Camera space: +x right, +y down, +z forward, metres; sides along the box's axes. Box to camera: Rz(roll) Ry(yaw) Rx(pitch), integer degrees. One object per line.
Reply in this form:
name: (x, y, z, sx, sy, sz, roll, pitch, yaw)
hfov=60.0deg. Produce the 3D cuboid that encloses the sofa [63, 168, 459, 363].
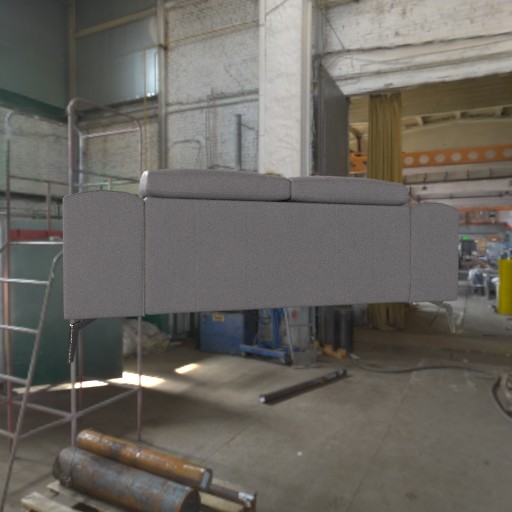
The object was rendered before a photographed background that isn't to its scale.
sofa: (0.000, 0.000, 2.428, 1.895, 0.779, 1.003, 0, 1, -19)
